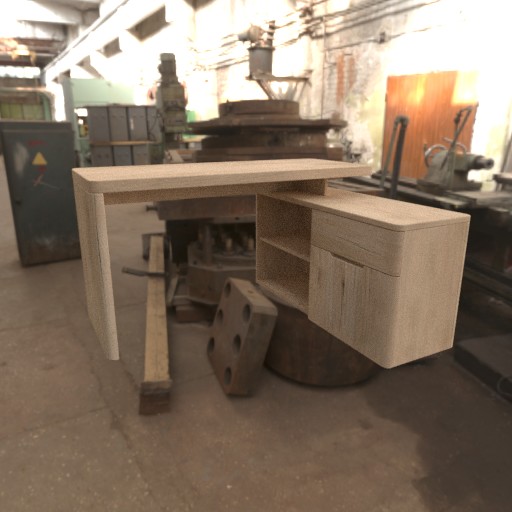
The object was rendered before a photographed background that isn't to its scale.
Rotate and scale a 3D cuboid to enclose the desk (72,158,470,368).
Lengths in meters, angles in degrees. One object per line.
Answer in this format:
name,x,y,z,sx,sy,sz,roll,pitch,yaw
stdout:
desk,0.000,0.000,2.063,1.400,0.770,1.175,-9,19,-27
